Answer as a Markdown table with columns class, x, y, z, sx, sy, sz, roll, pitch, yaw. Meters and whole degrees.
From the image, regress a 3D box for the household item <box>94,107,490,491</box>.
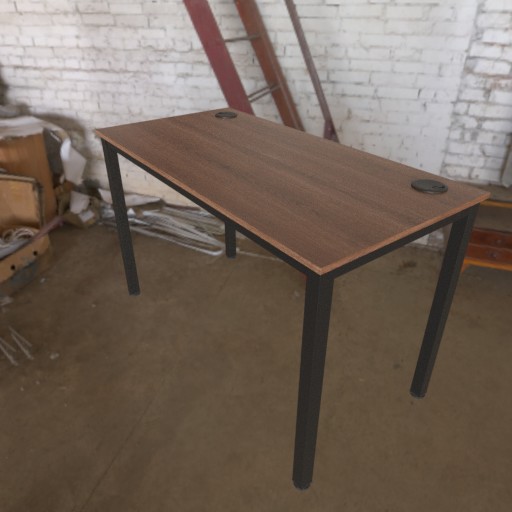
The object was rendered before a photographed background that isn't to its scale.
| class | x | y | z | sx | sy | sz | roll | pitch | yaw |
| --- | --- | --- | --- | --- | --- | --- | --- | --- | --- |
| household item | 0.000 | 0.000 | 1.581 | 0.600 | 0.750 | 1.200 | -21 | 37 | -31 |
